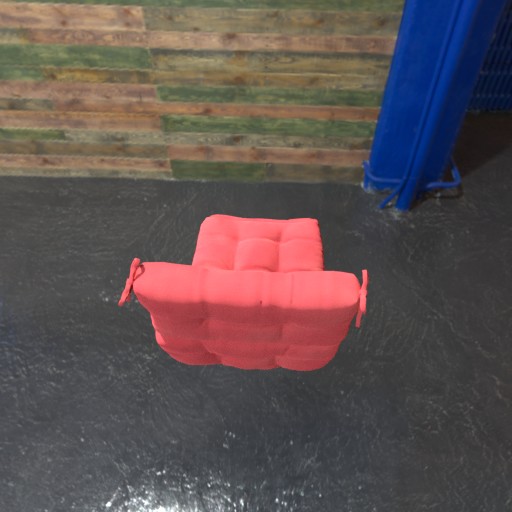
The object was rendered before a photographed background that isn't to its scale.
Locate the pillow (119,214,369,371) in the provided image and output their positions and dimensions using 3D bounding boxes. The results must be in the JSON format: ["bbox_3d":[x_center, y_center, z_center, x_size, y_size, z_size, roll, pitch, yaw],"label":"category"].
[{"bbox_3d":[0.000,0.000,1.505,0.526,0.863,1.016,3,47,3],"label":"pillow"}]
